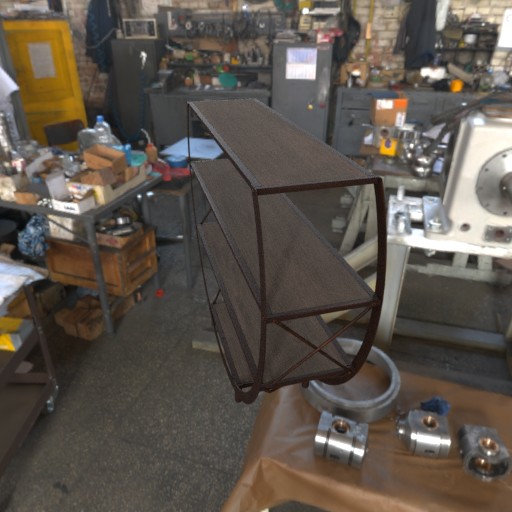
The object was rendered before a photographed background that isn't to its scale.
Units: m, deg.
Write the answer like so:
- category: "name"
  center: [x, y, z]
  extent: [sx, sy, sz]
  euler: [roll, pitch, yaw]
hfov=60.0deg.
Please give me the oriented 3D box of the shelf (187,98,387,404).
- category: "shelf"
  center: [0.000, 0.000, 1.875]
  extent: [0.344, 1.063, 1.403]
  euler: [-8, 30, -14]
